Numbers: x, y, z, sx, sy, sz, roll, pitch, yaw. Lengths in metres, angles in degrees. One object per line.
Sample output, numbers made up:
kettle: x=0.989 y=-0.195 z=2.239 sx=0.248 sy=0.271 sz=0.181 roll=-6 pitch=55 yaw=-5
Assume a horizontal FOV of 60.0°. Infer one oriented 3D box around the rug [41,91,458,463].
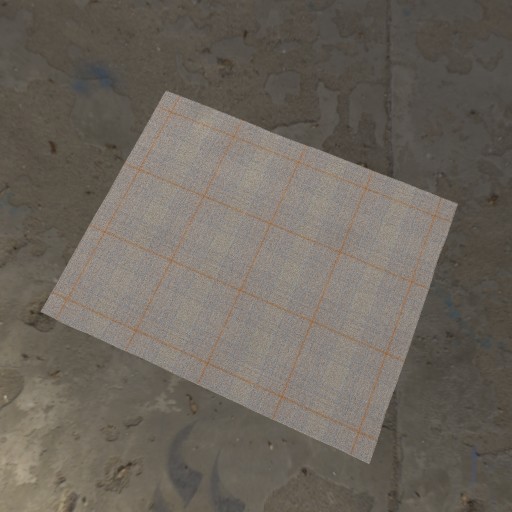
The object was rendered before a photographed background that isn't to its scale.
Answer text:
rug: x=0.000 y=0.000 z=4.007 sx=3.051 sy=0.021 sz=2.448 roll=23 pitch=76 yaw=6
